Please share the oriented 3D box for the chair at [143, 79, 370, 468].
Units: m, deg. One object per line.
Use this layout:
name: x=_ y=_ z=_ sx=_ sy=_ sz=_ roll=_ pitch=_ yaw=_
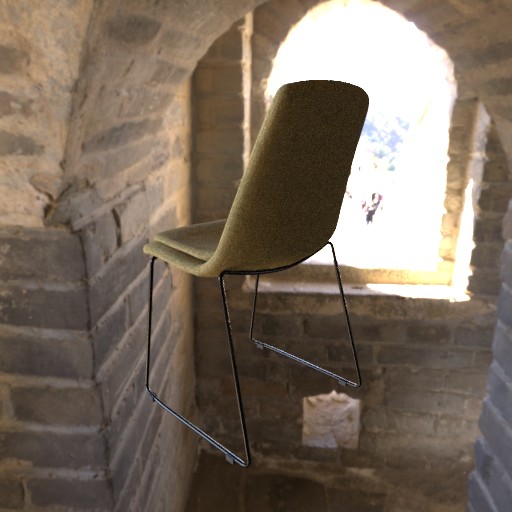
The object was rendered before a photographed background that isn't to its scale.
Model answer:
chair: x=0.000 y=0.000 z=1.190 sx=0.496 sy=0.849 sz=0.479 roll=15 pitch=22 yaw=43
